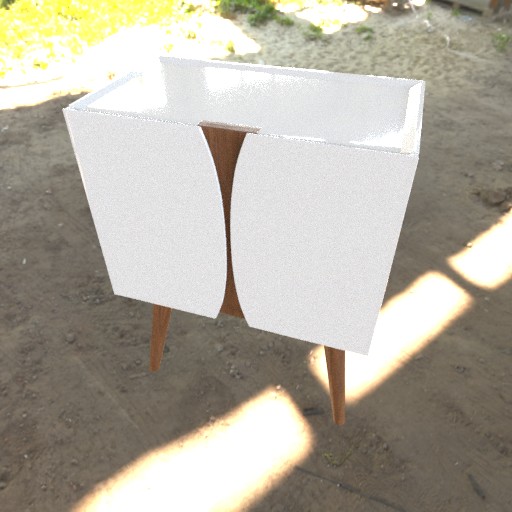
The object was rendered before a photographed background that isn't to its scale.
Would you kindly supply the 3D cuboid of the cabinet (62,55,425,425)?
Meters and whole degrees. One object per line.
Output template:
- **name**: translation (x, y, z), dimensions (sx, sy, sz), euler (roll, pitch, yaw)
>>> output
- **cabinet**: translation (0.000, 0.000, 1.060), dimensions (0.591, 0.772, 0.344), euler (12, 41, 14)
